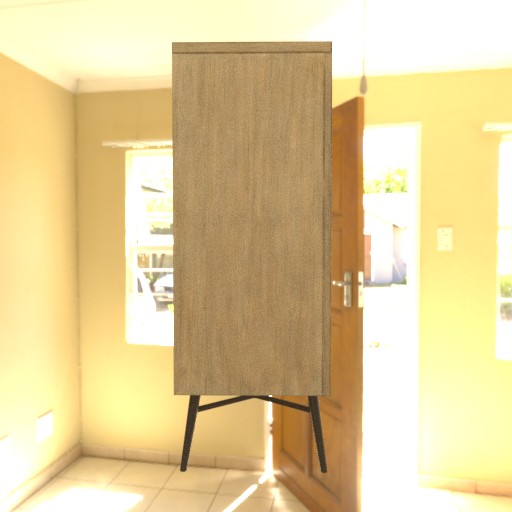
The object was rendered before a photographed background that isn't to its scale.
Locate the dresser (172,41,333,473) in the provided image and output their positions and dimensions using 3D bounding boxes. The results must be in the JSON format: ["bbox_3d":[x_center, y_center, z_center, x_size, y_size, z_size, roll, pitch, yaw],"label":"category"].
[{"bbox_3d":[0.000,0.000,1.755,0.457,1.219,1.016,0,2,1],"label":"dresser"}]
